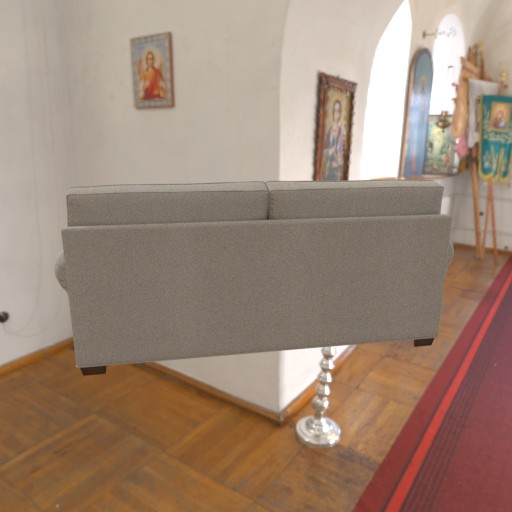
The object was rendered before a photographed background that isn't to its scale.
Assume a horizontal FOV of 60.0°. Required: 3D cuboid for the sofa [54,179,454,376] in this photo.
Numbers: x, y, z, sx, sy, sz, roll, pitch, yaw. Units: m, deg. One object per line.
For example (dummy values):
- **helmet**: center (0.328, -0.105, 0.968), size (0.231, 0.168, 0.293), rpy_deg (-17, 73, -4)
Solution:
- **sofa**: center (0.000, 0.000, 2.707), size (2.146, 0.962, 0.901), rpy_deg (-3, 15, -10)
